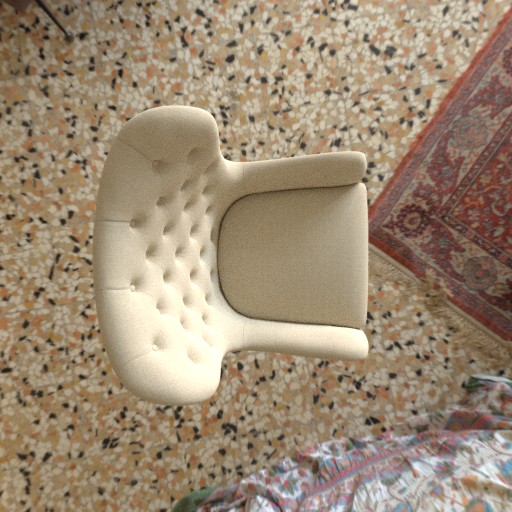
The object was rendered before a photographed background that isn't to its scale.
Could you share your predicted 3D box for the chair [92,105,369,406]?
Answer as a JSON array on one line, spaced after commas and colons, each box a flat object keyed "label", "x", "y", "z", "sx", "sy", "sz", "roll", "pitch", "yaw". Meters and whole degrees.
[{"label": "chair", "x": 0.000, "y": 0.000, "z": 1.728, "sx": 0.929, "sy": 1.079, "sz": 0.831, "roll": 0, "pitch": 90, "yaw": 1}]
